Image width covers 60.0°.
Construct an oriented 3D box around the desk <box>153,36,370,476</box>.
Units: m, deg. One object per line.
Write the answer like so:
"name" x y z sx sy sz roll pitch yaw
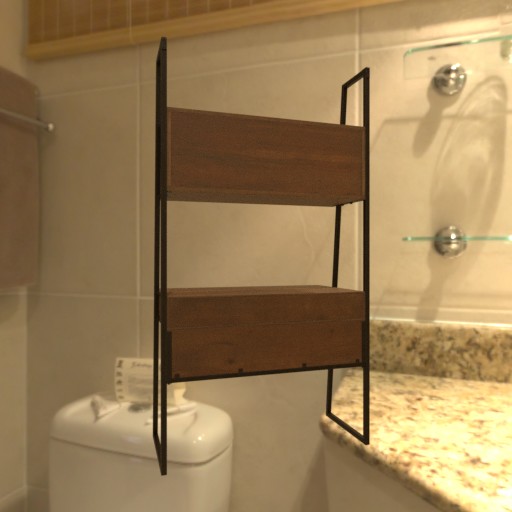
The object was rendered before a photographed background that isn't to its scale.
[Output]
"desk" 0.000 0.000 2.213 0.982 1.809 0.515 0 0 -18
